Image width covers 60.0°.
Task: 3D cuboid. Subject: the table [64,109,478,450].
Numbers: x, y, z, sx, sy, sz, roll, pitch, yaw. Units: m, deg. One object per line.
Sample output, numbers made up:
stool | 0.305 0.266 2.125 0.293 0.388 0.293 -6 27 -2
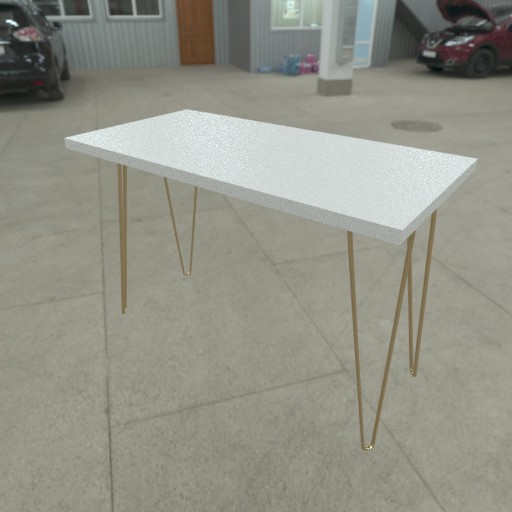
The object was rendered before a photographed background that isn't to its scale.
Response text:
table | 0.000 0.000 1.337 0.991 0.660 0.498 20 35 31
